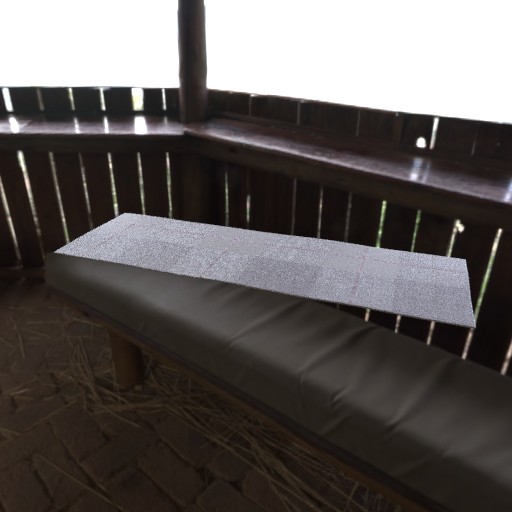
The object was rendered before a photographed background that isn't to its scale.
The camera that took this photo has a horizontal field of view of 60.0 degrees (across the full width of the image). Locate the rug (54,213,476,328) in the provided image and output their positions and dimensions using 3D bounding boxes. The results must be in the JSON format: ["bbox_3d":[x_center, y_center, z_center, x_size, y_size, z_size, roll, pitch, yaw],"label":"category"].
[{"bbox_3d":[0.000,0.000,2.749,2.439,0.013,0.762,9,27,18],"label":"rug"}]
